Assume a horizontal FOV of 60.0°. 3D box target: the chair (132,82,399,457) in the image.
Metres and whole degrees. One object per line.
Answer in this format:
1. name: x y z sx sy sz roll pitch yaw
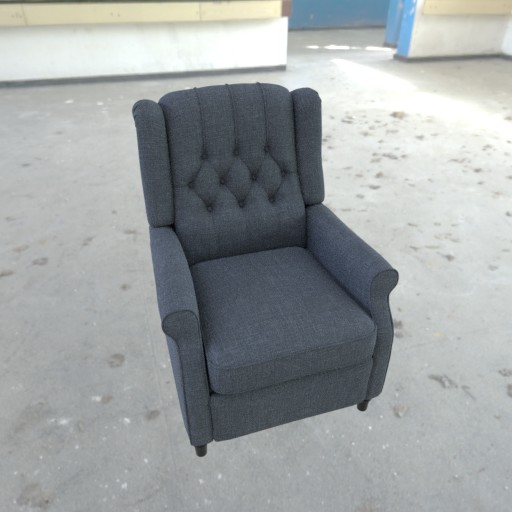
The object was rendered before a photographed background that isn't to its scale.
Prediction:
1. chair: 0.000 0.000 1.580 0.742 1.035 0.898 -10 34 -15
